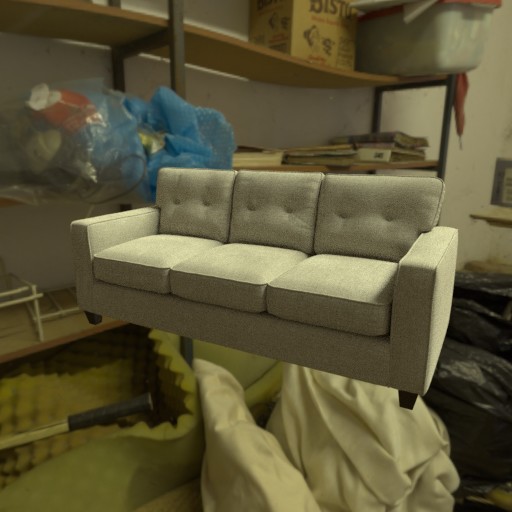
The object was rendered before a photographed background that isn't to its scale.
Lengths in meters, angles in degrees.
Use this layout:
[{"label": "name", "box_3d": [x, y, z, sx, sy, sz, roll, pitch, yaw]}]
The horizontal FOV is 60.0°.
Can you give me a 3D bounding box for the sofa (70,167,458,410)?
[{"label": "sofa", "box_3d": [0.000, 0.000, 2.636, 2.133, 0.965, 0.939, 8, 16, 27]}]
